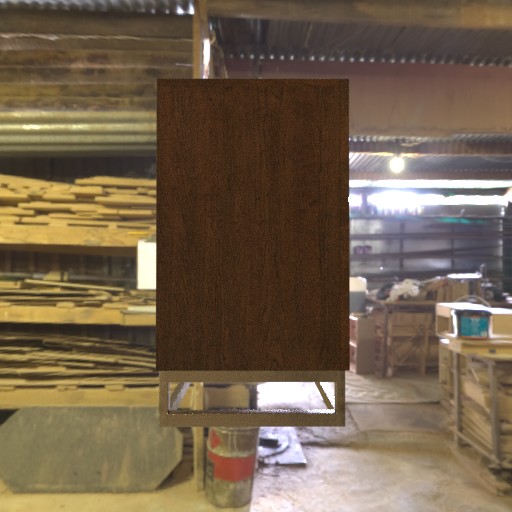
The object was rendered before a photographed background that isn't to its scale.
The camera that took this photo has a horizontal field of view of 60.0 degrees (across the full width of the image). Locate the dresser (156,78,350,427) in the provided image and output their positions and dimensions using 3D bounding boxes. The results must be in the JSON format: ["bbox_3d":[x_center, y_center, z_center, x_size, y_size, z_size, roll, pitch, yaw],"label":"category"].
[{"bbox_3d":[0.000,0.000,2.167,0.623,1.061,1.646,0,-1,0],"label":"dresser"}]
